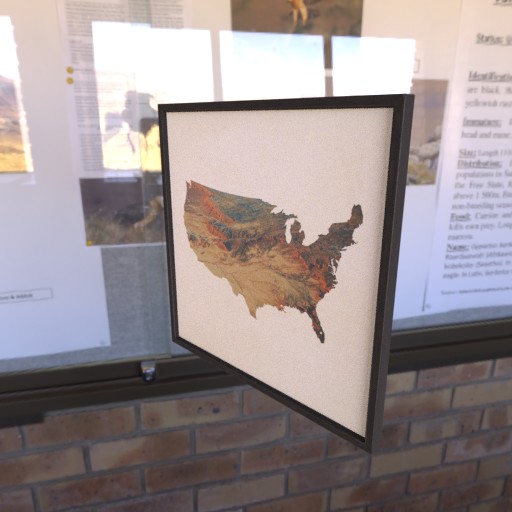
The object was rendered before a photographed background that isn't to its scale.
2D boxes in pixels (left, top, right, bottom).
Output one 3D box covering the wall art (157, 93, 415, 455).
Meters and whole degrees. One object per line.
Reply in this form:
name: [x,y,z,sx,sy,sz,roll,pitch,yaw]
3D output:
wall art: [0.000,0.000,0.457,0.304,0.303,0.015,16,23,42]
